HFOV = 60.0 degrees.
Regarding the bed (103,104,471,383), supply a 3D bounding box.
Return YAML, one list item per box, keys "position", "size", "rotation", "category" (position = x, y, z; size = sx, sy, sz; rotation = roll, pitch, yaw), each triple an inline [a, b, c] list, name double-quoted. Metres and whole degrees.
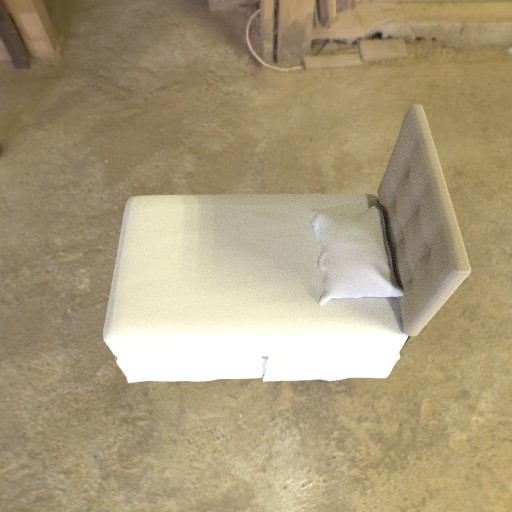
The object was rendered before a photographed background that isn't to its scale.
- position: [0.000, 0.000, 2.970]
  size: [1.997, 1.571, 1.261]
  rotation: [0, 59, 0]
  category: "bed"
